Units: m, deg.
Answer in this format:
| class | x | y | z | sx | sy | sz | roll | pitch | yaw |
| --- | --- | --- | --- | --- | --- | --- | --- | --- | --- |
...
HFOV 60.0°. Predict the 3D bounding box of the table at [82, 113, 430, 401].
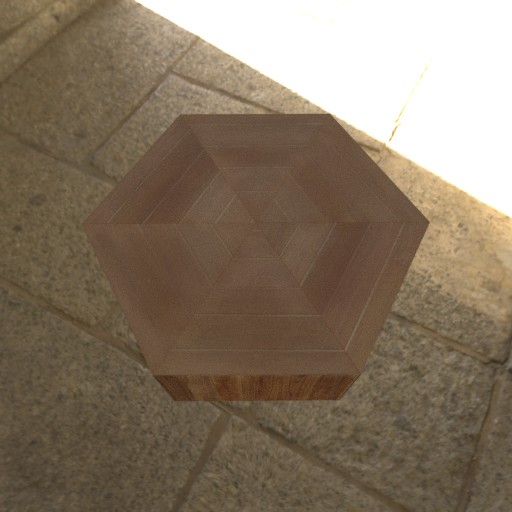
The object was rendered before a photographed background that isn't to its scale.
| class | x | y | z | sx | sy | sz | roll | pitch | yaw |
| --- | --- | --- | --- | --- | --- | --- | --- | --- | --- |
| table | 0.000 | 0.000 | 1.667 | 1.154 | 0.456 | 1.000 | 0 | 61 | 0 |
